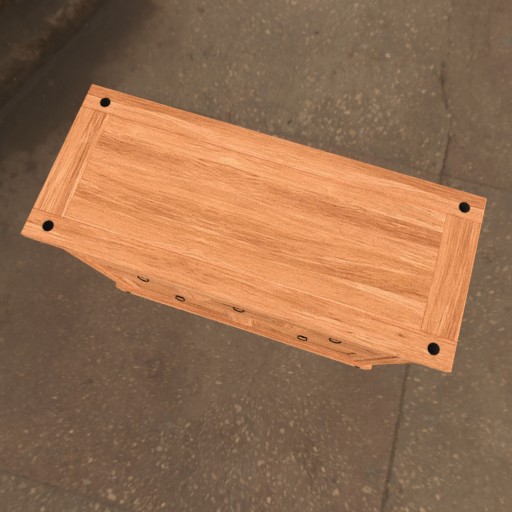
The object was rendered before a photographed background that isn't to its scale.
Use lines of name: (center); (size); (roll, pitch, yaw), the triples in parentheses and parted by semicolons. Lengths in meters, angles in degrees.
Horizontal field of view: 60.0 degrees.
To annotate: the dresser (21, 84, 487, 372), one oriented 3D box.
dresser: (0.000, 0.000, 1.368); (0.990, 0.740, 0.410); (17, 76, 4)
